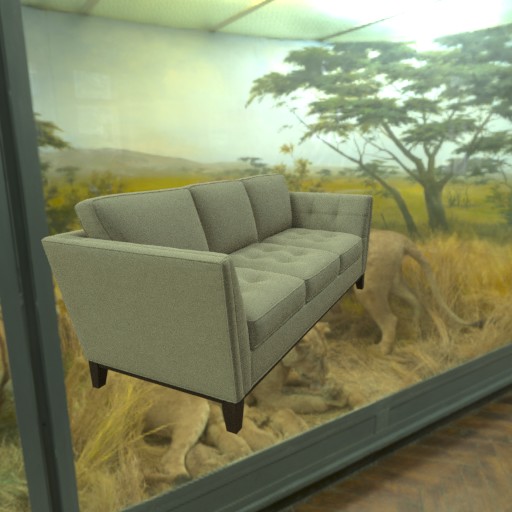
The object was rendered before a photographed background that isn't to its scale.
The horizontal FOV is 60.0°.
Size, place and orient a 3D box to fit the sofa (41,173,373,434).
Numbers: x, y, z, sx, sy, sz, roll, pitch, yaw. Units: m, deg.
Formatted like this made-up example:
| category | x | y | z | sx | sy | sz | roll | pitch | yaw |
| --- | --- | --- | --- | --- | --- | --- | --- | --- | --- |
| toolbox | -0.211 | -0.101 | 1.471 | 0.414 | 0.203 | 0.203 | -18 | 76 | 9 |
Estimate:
| category | x | y | z | sx | sy | sz | roll | pitch | yaw |
| --- | --- | --- | --- | --- | --- | --- | --- | --- | --- |
| sofa | 0.000 | 0.000 | 2.879 | 0.965 | 0.940 | 2.388 | 7 | 16 | 26 |
